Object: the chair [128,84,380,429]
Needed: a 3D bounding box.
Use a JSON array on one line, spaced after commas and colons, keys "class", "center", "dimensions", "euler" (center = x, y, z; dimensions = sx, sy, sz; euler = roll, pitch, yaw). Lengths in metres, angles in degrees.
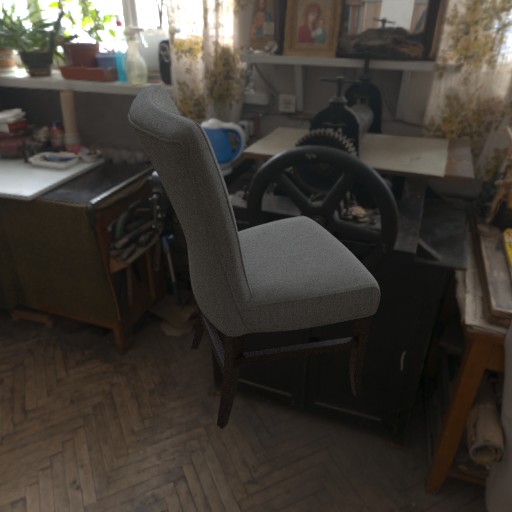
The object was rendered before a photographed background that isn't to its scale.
[{"class": "chair", "center": [0.000, 0.000, 1.412], "dimensions": [0.660, 0.991, 0.520], "euler": [-10, 32, -17]}]
